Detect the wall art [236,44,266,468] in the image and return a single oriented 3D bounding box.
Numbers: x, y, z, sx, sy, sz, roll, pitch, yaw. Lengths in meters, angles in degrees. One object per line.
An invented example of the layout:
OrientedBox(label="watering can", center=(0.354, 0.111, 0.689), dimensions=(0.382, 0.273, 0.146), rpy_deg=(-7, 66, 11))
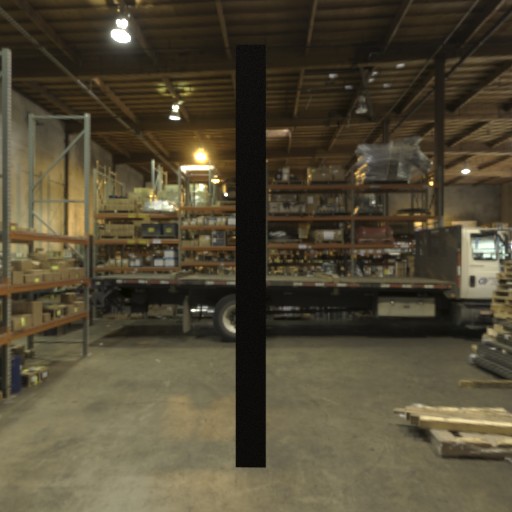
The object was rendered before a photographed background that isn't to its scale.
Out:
OrientedBox(label="wall art", center=(0.000, 0.000, 0.546), dimensions=(0.024, 0.329, 0.404), rpy_deg=(0, 0, 1))
